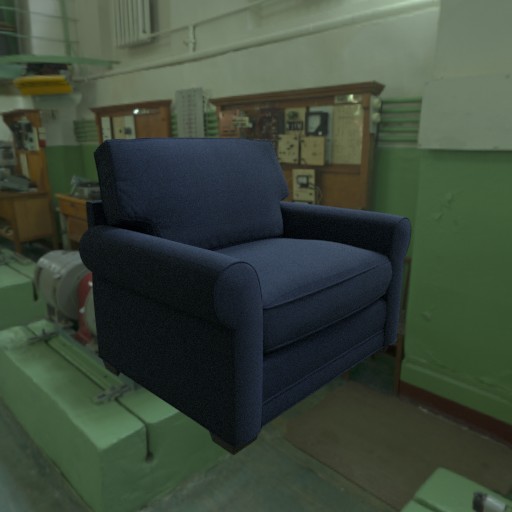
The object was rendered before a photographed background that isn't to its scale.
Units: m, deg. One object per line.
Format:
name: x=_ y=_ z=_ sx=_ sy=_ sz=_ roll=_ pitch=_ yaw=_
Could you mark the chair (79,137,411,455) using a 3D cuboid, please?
chair: x=0.000 y=0.000 z=2.014 sx=0.963 sy=1.044 sz=1.285 roll=13 pitch=19 yaw=42
